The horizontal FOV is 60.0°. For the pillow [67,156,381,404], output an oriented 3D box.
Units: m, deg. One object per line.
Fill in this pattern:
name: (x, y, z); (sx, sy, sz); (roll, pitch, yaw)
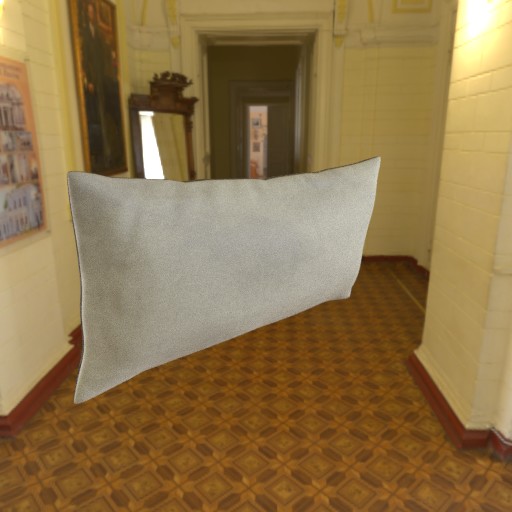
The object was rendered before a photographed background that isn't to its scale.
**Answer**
pillow: (0.000, 0.000, 0.728); (0.608, 0.305, 0.156); (-13, 20, -41)
